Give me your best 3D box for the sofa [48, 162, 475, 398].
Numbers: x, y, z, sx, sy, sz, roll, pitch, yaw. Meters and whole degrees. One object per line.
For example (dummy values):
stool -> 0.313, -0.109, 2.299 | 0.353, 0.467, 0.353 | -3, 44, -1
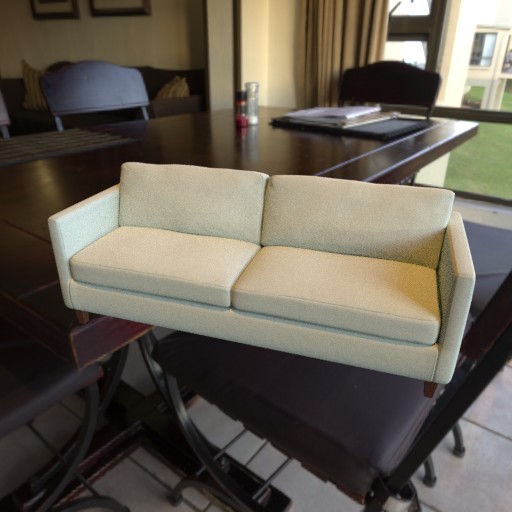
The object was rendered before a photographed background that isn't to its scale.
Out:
sofa -> 0.000, 0.000, 2.858 | 2.434, 0.965, 0.948 | 8, 27, 16
